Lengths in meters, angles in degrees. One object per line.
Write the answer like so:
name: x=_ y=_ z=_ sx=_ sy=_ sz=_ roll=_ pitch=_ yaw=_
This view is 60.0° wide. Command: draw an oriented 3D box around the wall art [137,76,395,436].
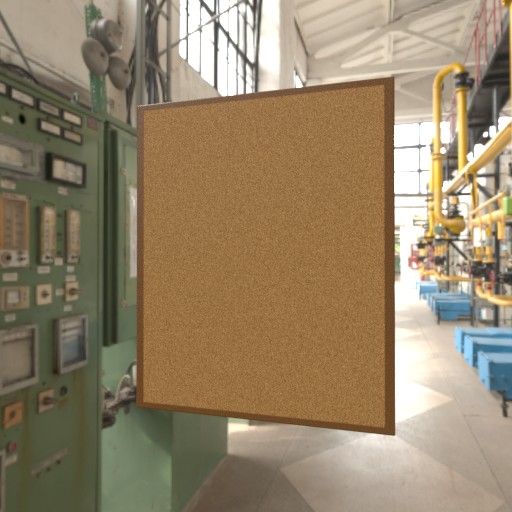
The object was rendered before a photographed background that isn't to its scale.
wall art: x=0.000 y=0.000 z=0.751 sx=0.449 sy=0.550 sz=0.021 roll=0 pitch=0 yaw=17
